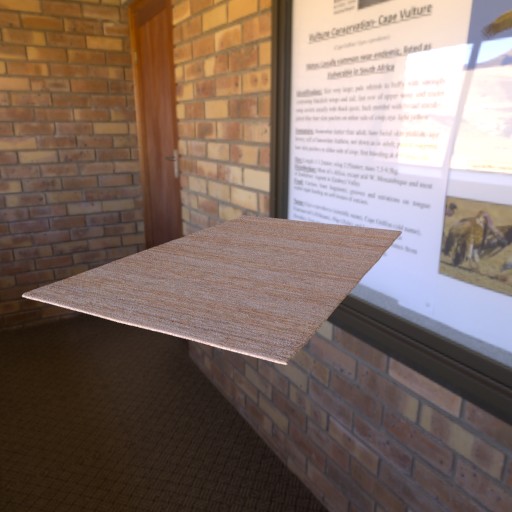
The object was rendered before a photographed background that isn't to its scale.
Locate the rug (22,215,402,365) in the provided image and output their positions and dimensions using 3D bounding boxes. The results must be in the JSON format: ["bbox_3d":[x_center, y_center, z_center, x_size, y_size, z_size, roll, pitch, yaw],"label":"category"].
[{"bbox_3d":[0.000,0.000,3.021,1.529,0.009,2.446,8,18,26],"label":"rug"}]
